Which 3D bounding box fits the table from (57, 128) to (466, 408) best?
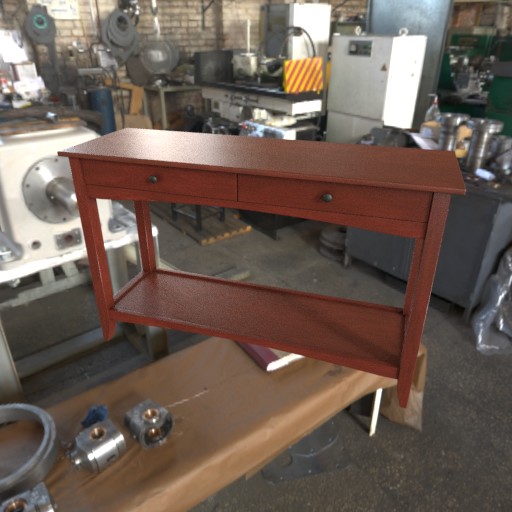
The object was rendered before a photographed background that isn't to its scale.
[{"bbox_3d":[0.000,0.000,1.559,1.188,0.739,0.392,8,28,16],"label":"table"}]
